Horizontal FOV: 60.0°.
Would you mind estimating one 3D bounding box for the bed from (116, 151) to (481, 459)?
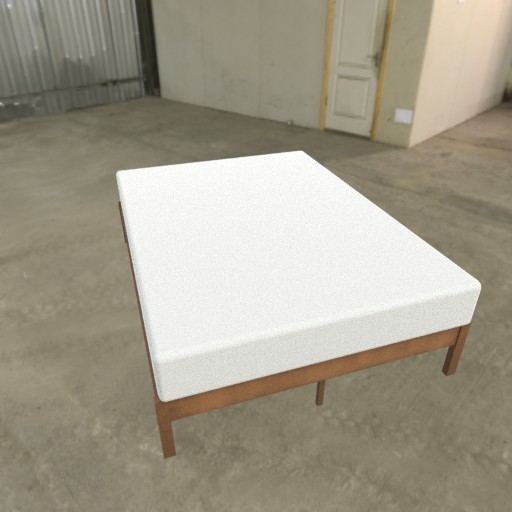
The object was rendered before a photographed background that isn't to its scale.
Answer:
[{"bbox_3d":[0.000,0.000,2.792,1.529,0.593,2.050,-10,33,-16],"label":"bed"}]
